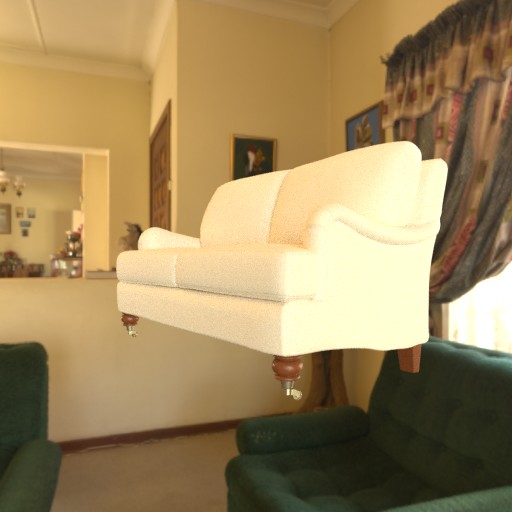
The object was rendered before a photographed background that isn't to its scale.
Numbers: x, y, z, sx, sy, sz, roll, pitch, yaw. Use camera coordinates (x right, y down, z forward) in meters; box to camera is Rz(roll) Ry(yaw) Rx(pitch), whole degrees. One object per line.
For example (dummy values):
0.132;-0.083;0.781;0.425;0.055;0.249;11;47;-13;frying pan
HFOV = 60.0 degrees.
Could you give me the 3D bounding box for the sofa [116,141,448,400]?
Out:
0.000;0.000;2.594;1.084;1.101;1.853;0;0;-36;sofa
